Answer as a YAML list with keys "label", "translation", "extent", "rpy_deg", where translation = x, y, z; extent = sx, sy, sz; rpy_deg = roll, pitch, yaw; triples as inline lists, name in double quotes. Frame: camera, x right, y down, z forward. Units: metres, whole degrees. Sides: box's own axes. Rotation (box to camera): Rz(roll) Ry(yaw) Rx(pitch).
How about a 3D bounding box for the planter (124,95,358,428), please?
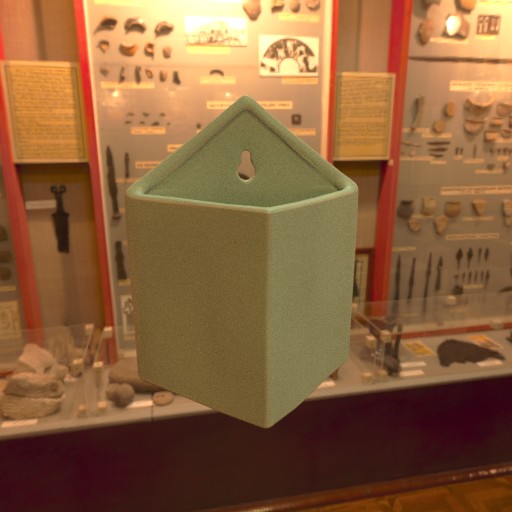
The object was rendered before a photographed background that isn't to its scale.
- label: "planter"
  translation: [0.000, 0.000, 0.281]
  extent: [0.164, 0.197, 0.079]
  rpy_deg: [-3, 16, -10]
